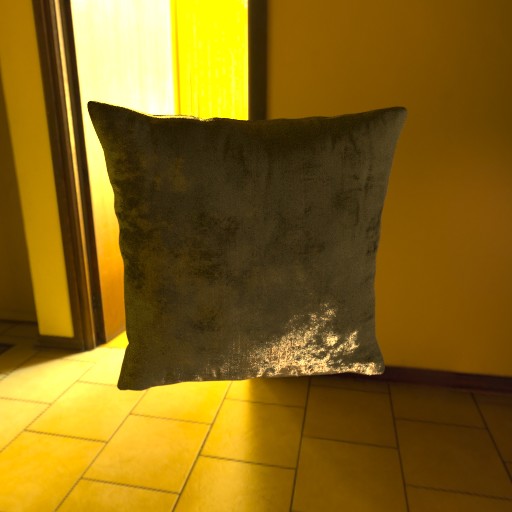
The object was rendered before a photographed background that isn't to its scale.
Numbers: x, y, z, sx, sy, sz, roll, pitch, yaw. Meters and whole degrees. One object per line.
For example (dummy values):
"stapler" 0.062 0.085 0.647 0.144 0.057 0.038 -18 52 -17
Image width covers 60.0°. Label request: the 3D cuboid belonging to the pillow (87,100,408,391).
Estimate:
"pillow" 0.000 0.000 0.707 0.470 0.464 0.175 -2 16 -8
